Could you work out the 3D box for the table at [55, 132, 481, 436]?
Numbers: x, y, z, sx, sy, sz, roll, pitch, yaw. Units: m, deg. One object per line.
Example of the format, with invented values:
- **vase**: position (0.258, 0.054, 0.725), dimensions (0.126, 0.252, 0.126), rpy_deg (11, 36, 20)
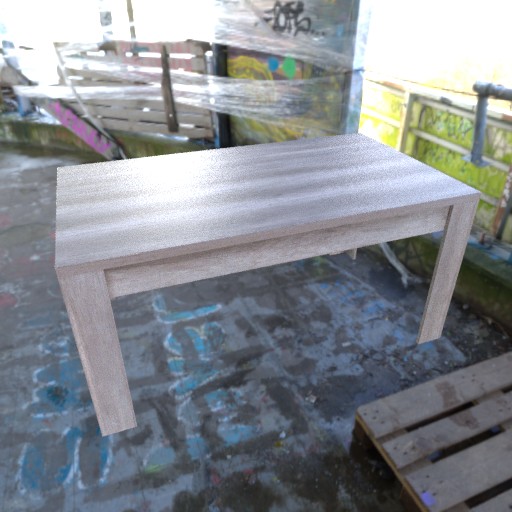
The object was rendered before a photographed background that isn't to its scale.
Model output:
- **table**: position (0.000, 0.000, 2.105), dimensions (1.600, 0.775, 0.900), rpy_deg (-11, 33, -17)
